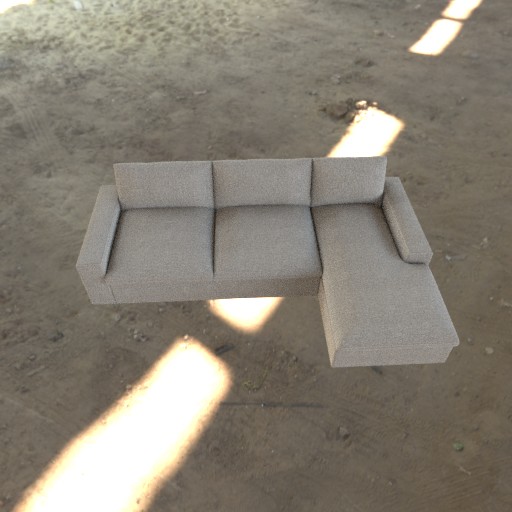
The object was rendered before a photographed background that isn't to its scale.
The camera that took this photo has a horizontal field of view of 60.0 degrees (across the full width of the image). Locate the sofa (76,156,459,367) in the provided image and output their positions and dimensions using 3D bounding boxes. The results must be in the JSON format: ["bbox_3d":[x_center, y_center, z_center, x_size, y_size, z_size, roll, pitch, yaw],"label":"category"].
[{"bbox_3d":[0.000,0.000,3.516,2.718,0.813,1.689,-2,46,-2],"label":"sofa"}]
